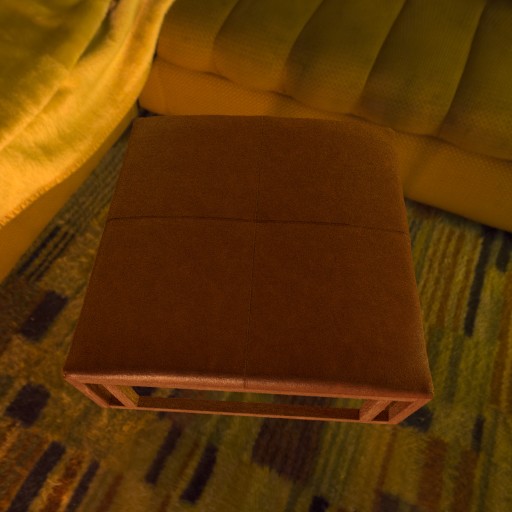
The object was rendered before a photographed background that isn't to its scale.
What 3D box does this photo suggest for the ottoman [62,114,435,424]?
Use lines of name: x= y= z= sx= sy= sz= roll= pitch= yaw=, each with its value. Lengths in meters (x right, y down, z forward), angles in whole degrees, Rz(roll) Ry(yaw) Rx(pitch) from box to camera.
ottoman: x=0.000 y=0.000 z=1.580 sx=1.013 sy=0.442 sz=1.016 roll=3 pitch=59 yaw=2
